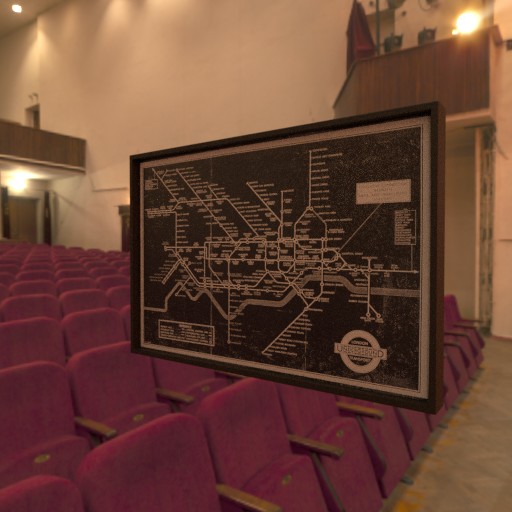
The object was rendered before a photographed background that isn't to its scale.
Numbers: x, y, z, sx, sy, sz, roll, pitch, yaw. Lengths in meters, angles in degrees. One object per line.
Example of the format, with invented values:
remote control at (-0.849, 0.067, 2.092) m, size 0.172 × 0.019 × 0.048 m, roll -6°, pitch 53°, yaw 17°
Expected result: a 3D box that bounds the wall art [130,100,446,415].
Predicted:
wall art at (0.000, 0.000, 0.852) m, size 0.671 × 0.456 × 0.051 m, roll 1°, pitch 1°, yaw 35°
